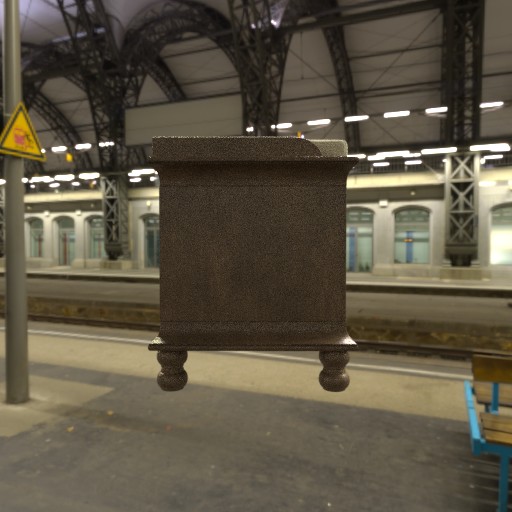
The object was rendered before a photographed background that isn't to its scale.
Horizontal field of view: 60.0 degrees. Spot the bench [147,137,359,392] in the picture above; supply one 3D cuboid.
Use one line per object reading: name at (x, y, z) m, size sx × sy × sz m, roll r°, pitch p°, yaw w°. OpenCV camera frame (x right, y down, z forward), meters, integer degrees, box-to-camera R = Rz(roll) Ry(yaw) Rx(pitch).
bench at (0.000, 0.000, 1.434) m, size 0.402 × 0.501 × 1.185 m, roll 0°, pitch 2°, yaw 1°
